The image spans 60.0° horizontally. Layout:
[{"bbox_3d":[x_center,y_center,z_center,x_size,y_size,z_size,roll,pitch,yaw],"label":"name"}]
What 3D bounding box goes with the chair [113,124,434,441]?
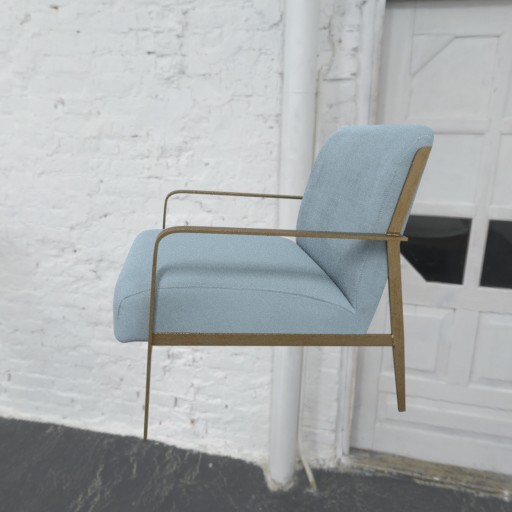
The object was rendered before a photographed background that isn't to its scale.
[{"bbox_3d":[0.000,0.000,1.449,0.842,0.824,0.701,-3,16,-9],"label":"chair"}]
